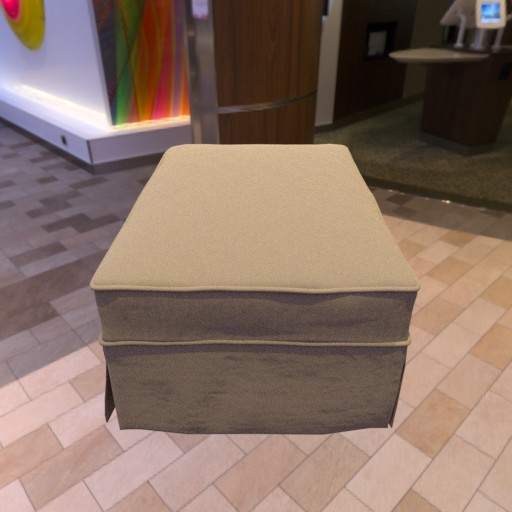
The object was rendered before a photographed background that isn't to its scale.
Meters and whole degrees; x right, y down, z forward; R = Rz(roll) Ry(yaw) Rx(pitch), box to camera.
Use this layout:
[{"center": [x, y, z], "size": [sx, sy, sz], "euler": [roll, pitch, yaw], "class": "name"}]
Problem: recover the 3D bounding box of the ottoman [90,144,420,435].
[{"center": [0.000, 0.000, 1.316], "size": [0.703, 0.479, 0.944], "euler": [0, 31, 0], "class": "ottoman"}]
